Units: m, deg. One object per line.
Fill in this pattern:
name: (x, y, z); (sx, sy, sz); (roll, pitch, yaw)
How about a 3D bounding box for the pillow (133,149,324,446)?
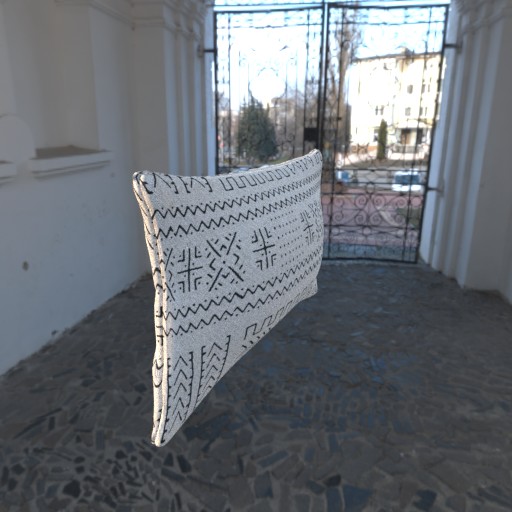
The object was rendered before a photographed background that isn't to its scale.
pillow: (0.000, 0.000, 0.797); (0.188, 0.352, 0.637); (8, 18, 25)
